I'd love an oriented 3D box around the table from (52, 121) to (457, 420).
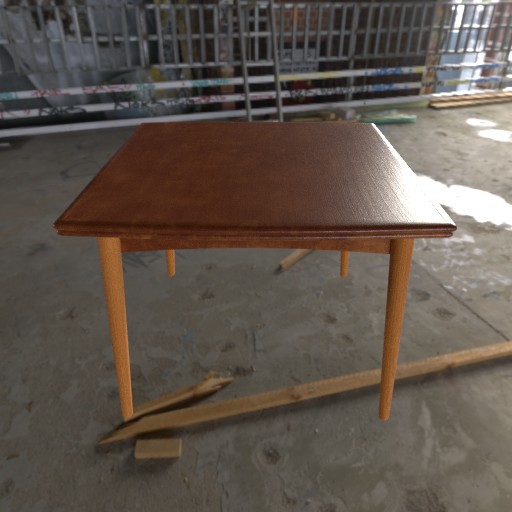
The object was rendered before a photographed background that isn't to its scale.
[{"bbox_3d":[0.000,0.000,1.672,0.991,0.754,0.991,0,31,1],"label":"table"}]
